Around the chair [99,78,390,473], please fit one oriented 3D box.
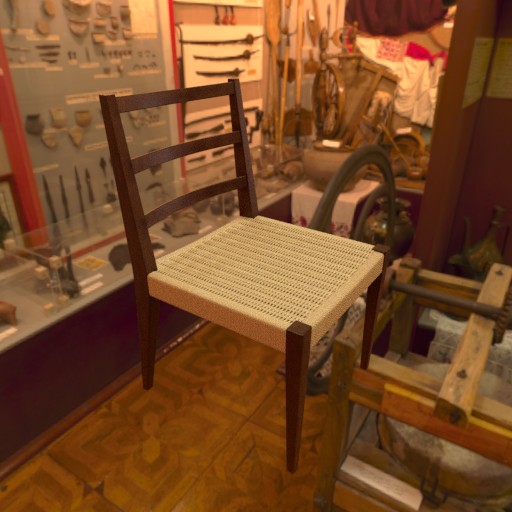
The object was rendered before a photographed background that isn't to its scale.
[{"bbox_3d":[0.000,0.000,1.162,0.551,0.813,0.480,17,32,31],"label":"chair"}]
